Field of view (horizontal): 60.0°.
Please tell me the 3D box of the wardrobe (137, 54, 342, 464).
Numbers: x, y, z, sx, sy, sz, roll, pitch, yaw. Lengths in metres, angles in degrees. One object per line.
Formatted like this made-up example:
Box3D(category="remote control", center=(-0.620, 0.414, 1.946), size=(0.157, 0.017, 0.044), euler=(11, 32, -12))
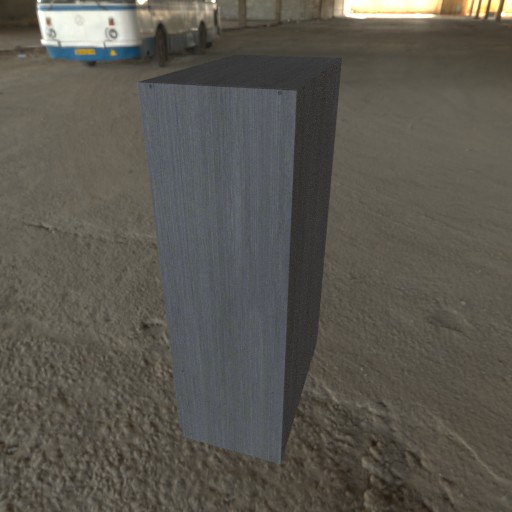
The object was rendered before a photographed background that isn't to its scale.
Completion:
Box3D(category="wardrobe", center=(0.000, 0.000, 2.297), size=(0.577, 1.808, 0.991), euler=(9, 31, 15))
